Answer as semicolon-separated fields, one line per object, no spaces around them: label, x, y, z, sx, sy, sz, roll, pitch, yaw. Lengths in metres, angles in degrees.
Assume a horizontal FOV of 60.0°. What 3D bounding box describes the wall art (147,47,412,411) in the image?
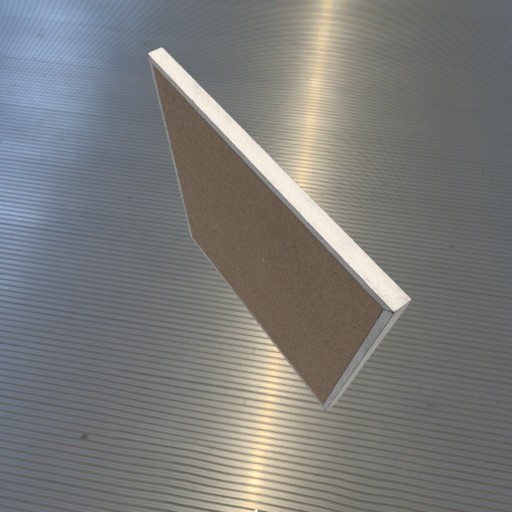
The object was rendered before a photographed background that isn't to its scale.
wall art;0.000;0.000;1.160;0.038;0.762;0.762;-32;65;-17
